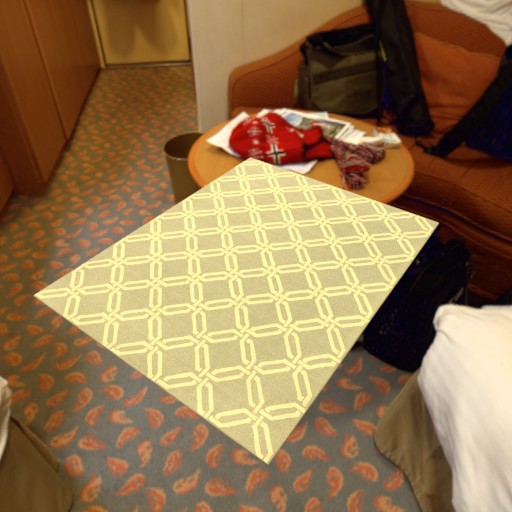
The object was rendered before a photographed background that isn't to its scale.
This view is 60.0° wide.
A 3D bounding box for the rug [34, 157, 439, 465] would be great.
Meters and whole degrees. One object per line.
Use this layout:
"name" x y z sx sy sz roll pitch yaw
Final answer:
"rug" 0.000 0.000 3.917 2.288 0.018 2.895 25 46 27
